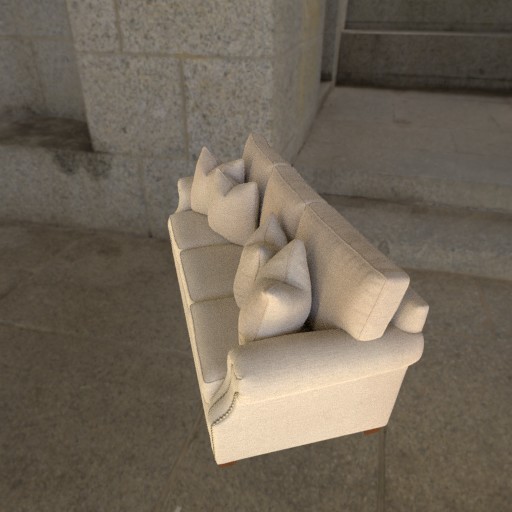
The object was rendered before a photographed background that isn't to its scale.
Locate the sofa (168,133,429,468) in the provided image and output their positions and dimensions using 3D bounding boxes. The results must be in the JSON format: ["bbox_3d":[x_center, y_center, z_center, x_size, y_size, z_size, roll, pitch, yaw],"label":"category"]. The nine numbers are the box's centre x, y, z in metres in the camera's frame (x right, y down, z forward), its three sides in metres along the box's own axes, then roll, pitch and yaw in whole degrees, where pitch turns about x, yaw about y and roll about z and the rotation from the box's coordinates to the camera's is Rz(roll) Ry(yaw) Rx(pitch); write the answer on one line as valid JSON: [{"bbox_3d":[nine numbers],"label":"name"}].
[{"bbox_3d":[0.000,0.000,2.789,0.965,0.975,2.312,-7,31,-13],"label":"sofa"}]
